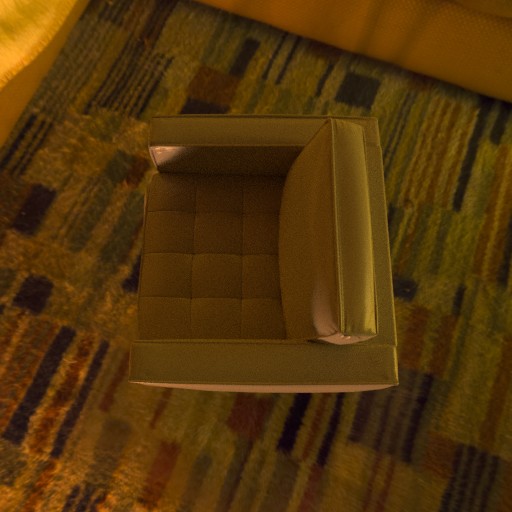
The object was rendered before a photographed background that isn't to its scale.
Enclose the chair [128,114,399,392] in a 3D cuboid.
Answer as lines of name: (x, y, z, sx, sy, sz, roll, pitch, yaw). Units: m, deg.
chair: (0.000, 0.000, 1.573, 0.843, 0.773, 0.928, 0, 74, 0)
